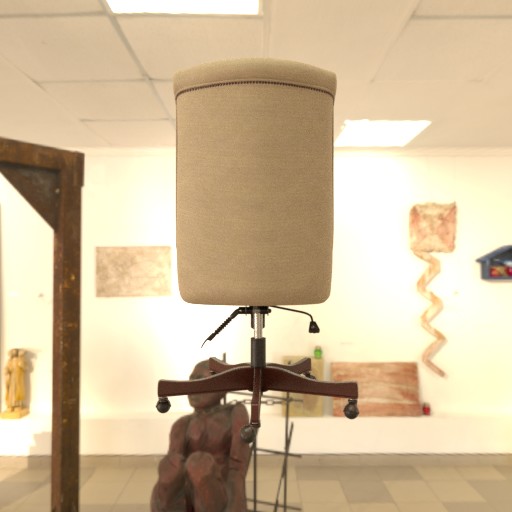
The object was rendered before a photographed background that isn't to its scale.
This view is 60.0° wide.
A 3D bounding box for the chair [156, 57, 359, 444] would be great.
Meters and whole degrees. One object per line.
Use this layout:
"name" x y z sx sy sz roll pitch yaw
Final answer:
"chair" 0.000 0.000 1.452 0.645 1.010 0.696 0 -1 0
